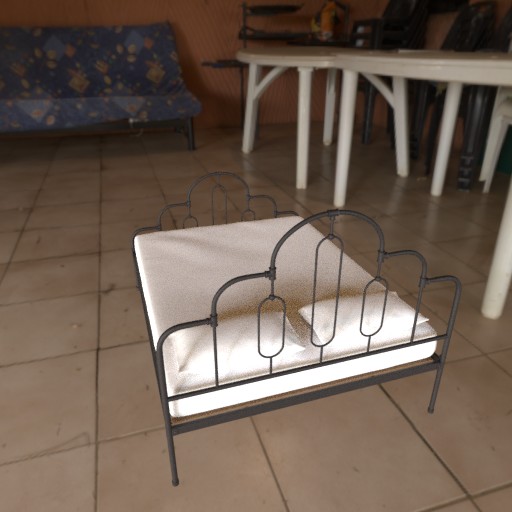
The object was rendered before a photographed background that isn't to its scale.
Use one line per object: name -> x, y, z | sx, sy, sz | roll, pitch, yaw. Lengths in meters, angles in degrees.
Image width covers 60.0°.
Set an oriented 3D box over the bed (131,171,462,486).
bed -> 0.000, 0.000, 3.143 | 1.640, 1.429, 2.163 | -8, 27, -16
